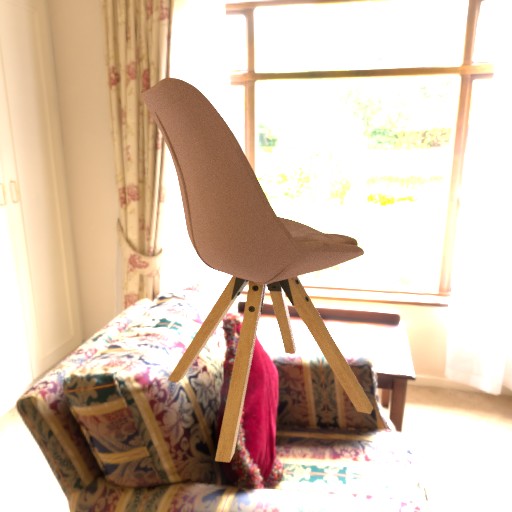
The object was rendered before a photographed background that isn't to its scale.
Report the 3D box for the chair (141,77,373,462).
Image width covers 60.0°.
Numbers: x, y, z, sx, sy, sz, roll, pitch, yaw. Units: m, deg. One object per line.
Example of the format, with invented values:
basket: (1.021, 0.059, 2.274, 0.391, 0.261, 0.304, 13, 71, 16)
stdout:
chair: (0.000, 0.000, 1.198, 0.550, 0.850, 0.485, -7, 16, -26)
